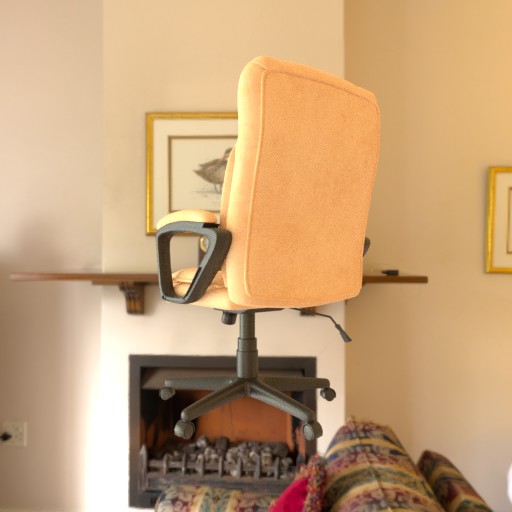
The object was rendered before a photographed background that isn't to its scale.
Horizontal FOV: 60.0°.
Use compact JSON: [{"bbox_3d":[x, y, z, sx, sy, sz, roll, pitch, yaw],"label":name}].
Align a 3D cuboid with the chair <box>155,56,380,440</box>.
[{"bbox_3d":[0.000,0.000,1.569,0.667,1.105,0.724,0,-1,-36],"label":"chair"}]
